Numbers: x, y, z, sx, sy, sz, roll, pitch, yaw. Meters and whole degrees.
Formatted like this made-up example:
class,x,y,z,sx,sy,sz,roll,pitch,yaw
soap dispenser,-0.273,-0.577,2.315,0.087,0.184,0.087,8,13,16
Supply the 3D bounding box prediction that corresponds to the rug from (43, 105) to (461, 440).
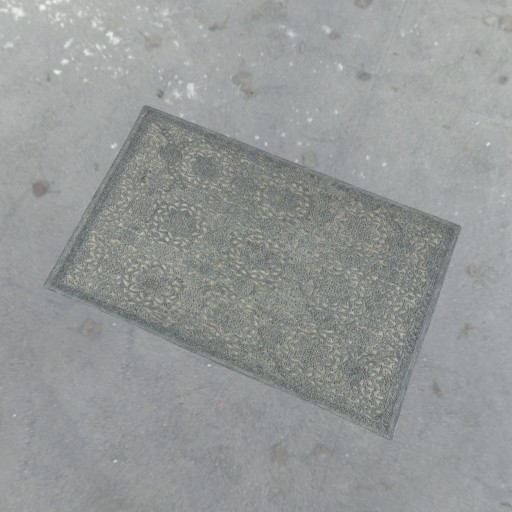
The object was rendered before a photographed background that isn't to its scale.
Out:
class,x,y,z,sx,sy,sz,roll,pitch,yaw
rug,0.000,0.000,3.063,2.498,0.022,1.535,22,76,6
